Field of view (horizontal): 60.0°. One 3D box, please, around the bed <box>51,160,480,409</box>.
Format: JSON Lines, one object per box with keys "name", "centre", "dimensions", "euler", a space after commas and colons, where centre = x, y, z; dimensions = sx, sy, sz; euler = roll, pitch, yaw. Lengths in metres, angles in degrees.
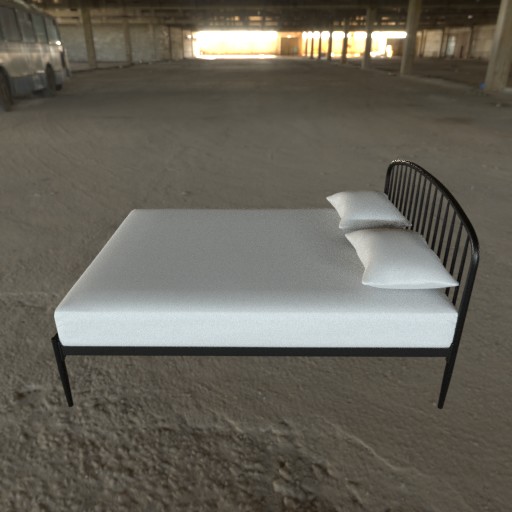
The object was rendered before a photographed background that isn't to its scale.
{"name": "bed", "centre": [0.000, 0.000, 3.003], "dimensions": [2.159, 1.166, 1.618], "euler": [0, 25, 0]}
